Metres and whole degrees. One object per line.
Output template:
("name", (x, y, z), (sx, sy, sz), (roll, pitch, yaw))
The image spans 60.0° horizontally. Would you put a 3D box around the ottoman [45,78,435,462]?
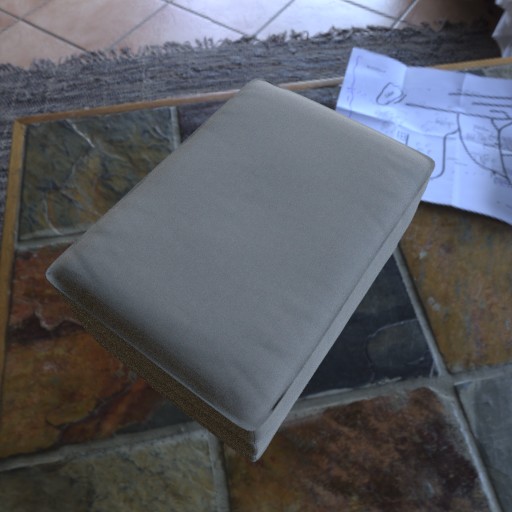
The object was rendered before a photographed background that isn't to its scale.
("ottoman", (0.000, 0.000, 1.221), (0.611, 0.482, 0.848), (32, 64, 17))
